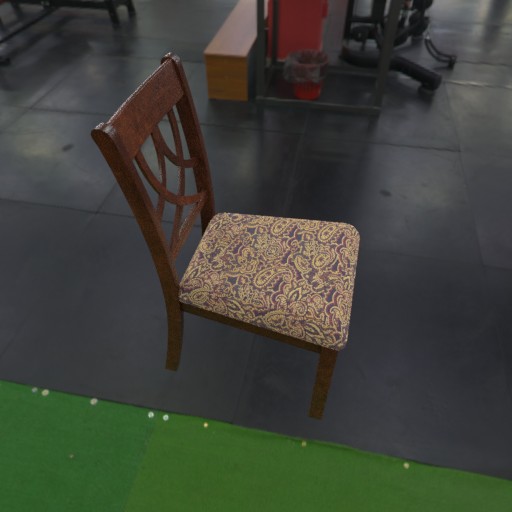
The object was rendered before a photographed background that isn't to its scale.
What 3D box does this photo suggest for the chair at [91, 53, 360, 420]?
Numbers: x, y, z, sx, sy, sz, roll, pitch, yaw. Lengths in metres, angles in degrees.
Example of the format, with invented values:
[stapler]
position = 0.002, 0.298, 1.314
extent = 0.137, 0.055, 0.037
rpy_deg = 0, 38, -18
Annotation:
[chair]
position = 0.000, 0.000, 1.299
extent = 0.584, 0.965, 0.457
rpy_deg = 10, 47, 10
